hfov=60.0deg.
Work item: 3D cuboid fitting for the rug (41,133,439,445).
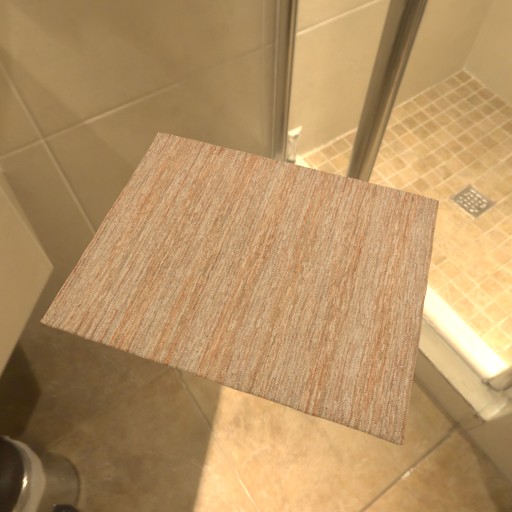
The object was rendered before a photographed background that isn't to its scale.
[{"bbox_3d":[0.000,0.000,3.898,2.939,0.009,2.313,16,60,9],"label":"rug"}]
